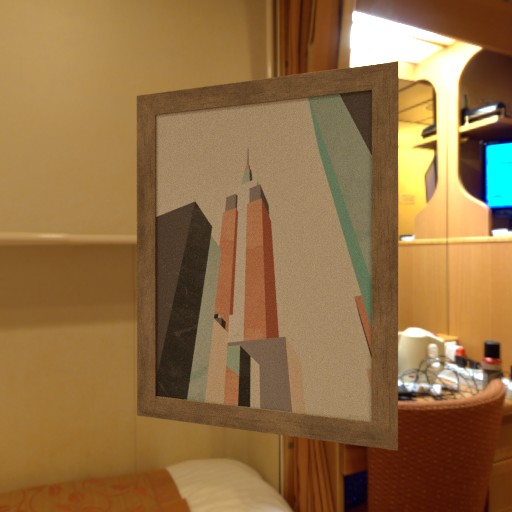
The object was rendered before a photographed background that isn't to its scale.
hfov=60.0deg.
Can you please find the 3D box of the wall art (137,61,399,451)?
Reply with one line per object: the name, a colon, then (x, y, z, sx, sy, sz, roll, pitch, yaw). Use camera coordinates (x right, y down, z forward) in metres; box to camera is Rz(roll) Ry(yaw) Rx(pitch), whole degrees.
wall art: (0.000, 0.000, 0.873, 0.534, 0.686, 0.018, 0, 0, 19)
